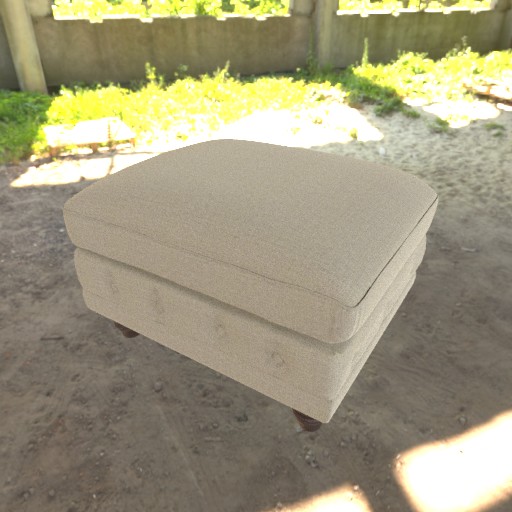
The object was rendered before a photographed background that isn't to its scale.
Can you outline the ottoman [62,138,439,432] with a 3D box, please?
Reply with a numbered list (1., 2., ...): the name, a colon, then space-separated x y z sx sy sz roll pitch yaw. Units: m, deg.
1. ottoman: 0.000 0.000 1.059 0.684 0.463 0.541 18 34 29
